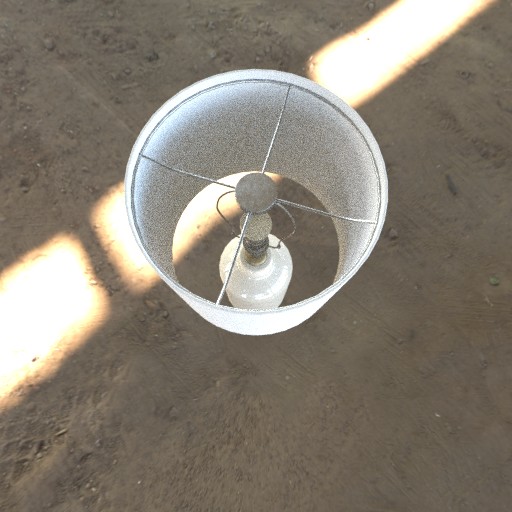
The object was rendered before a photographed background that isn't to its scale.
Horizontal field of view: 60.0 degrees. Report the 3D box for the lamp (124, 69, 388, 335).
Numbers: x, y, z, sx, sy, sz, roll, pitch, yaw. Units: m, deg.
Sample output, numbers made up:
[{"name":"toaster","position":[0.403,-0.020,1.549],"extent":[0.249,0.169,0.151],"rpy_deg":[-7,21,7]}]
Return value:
[{"name":"lamp","position":[0.000,0.000,0.570],"extent":[0.207,0.461,0.207],"rpy_deg":[17,76,4]}]
